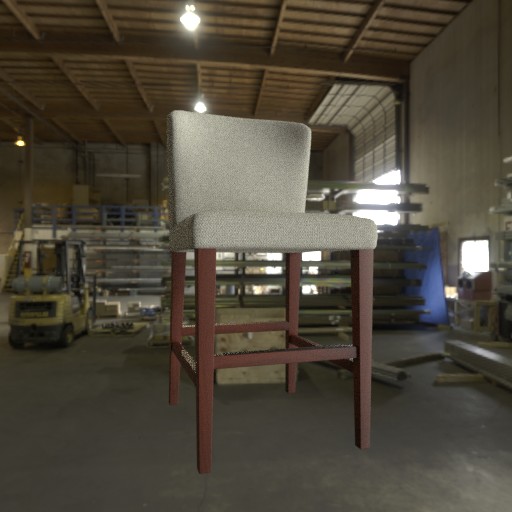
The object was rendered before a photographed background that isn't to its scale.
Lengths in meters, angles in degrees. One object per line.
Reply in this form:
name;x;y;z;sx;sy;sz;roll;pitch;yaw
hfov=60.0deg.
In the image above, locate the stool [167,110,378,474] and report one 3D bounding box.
stool;0.000;0.000;1.293;0.481;0.969;0.568;0;0;-18
